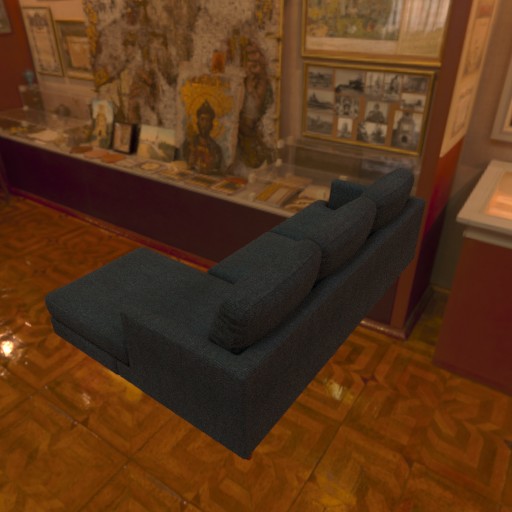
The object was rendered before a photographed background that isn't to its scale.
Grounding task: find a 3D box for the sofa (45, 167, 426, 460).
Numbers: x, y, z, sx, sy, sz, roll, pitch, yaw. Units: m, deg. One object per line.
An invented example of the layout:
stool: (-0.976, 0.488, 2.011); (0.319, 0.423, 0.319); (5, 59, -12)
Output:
sofa: (0.000, 0.000, 2.991); (1.504, 0.956, 2.233); (20, 36, 31)
